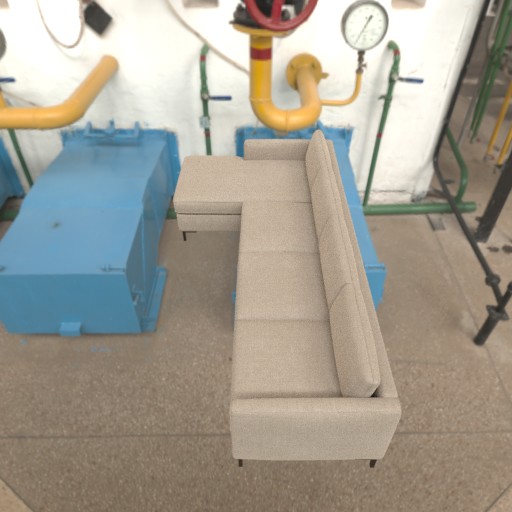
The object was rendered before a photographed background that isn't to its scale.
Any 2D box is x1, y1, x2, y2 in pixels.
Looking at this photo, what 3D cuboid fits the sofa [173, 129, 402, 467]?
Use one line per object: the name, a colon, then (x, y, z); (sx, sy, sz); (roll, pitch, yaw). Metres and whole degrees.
sofa: (0.000, 0.000, 3.402); (1.469, 0.816, 2.923); (0, 42, 0)
